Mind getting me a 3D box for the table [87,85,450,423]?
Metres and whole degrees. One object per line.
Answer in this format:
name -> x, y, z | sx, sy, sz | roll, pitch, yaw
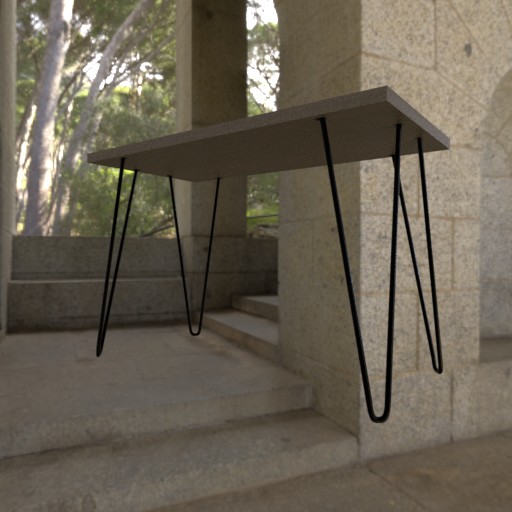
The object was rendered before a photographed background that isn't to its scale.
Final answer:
table -> 0.000, 0.000, 1.344 | 0.991, 0.660, 0.499 | 0, 1, 36
